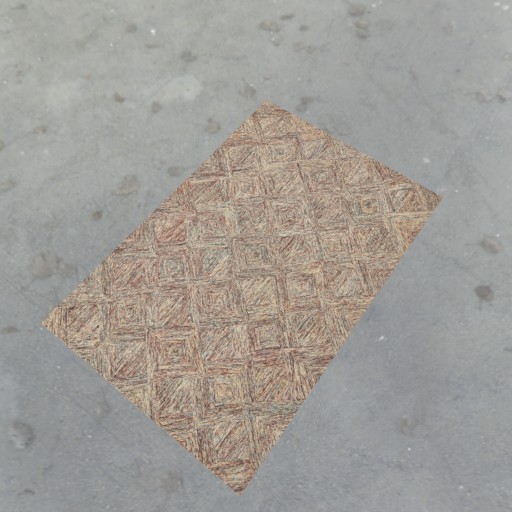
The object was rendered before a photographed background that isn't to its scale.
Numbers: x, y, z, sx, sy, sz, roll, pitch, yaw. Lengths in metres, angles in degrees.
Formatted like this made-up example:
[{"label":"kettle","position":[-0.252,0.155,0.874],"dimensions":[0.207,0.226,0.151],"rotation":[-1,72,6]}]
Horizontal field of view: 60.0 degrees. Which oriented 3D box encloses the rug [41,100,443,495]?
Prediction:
[{"label":"rug","position":[0.000,0.000,2.873],"dimensions":[1.523,0.019,2.285],"rotation":[34,68,16]}]
